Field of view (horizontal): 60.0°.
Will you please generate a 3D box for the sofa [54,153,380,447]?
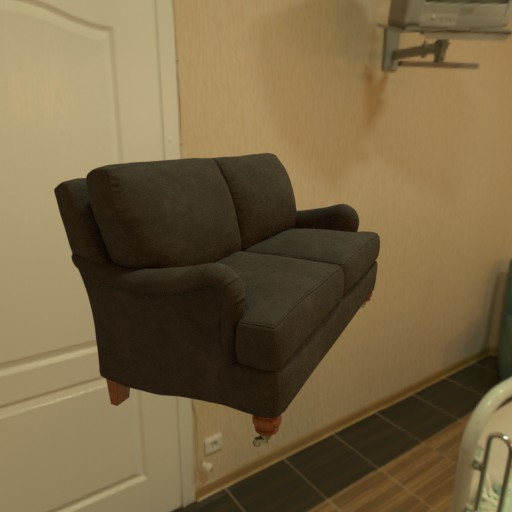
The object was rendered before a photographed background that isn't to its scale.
[{"bbox_3d":[0.000,0.000,2.539,1.084,1.101,1.853,7,17,26],"label":"sofa"}]
